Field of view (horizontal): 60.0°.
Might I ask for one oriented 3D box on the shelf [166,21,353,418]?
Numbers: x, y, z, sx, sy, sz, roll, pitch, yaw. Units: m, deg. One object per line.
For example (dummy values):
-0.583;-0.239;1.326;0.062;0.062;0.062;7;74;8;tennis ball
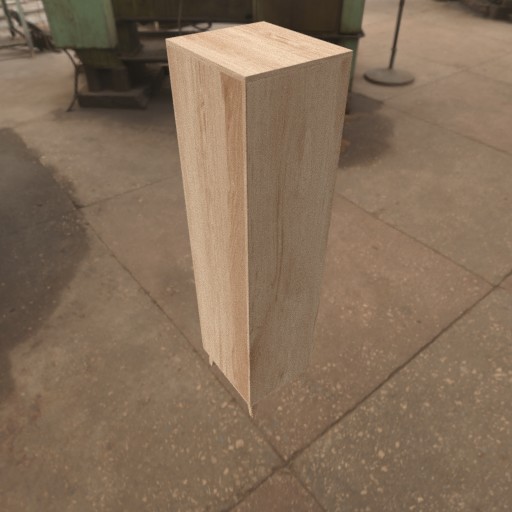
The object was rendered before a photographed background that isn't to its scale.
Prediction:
0.000;0.000;2.201;0.450;1.960;0.510;-25;46;-27;shelf
